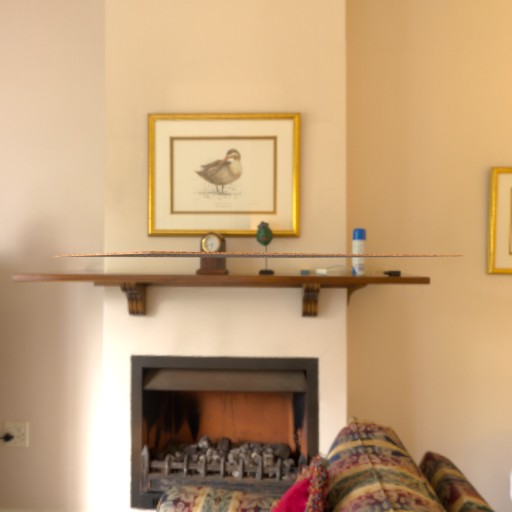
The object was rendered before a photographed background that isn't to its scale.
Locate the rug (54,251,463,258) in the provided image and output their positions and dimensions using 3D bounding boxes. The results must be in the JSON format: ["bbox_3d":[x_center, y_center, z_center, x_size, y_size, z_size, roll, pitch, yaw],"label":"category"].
[{"bbox_3d":[0.000,0.000,4.345,3.200,0.012,2.438,0,-1,-36],"label":"rug"}]
